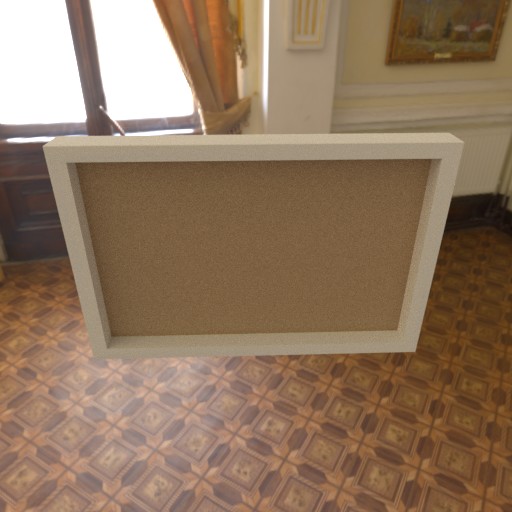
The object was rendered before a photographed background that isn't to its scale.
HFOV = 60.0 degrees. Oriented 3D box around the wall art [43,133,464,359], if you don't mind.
[{"bbox_3d":[0.000,0.000,0.481,0.384,0.254,0.039,-1,30,-1],"label":"wall art"}]
